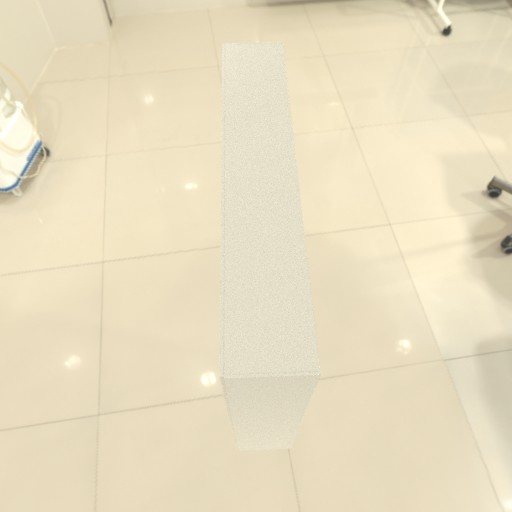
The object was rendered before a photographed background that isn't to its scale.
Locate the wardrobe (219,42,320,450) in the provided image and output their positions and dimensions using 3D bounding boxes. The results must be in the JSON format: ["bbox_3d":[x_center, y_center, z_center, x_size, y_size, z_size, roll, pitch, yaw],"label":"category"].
[{"bbox_3d":[0.000,0.000,4.140,0.580,2.360,3.000,-2,58,-1],"label":"wardrobe"}]
